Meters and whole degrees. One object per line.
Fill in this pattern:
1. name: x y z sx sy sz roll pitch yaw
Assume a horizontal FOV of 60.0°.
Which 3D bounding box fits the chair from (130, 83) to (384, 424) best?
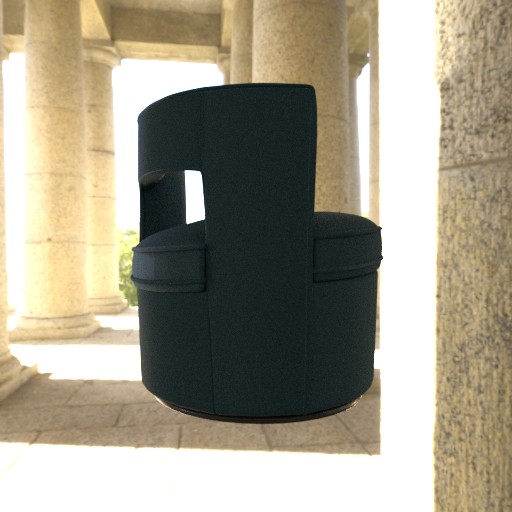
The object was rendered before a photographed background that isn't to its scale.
1. chair: 0.000 0.000 1.216 0.660 0.711 0.684 0 0 -37
